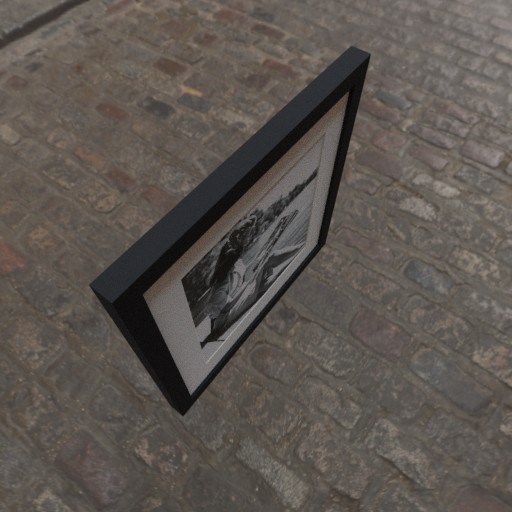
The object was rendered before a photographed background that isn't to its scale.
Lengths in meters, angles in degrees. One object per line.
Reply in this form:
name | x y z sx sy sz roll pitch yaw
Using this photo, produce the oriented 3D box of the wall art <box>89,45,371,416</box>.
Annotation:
wall art | 0.000 0.000 0.691 0.030 0.458 0.462 33 64 19
